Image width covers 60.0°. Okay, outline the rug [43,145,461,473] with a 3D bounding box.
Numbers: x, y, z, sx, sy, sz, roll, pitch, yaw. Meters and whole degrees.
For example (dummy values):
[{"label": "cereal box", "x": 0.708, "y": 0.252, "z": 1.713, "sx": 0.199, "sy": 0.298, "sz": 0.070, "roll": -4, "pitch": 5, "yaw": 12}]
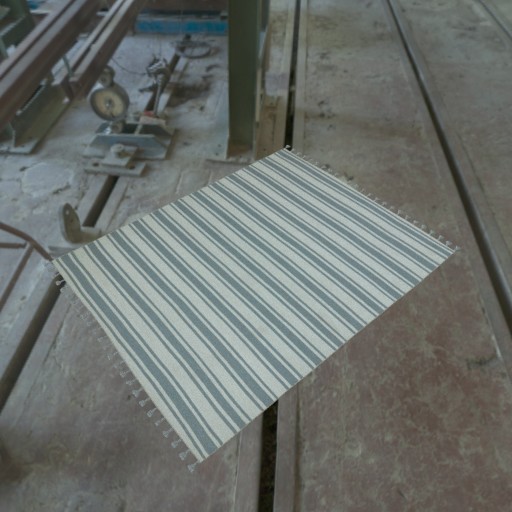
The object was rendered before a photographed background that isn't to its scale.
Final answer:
[{"label": "rug", "x": 0.000, "y": 0.000, "z": 4.230, "sx": 3.201, "sy": 0.005, "sz": 2.439, "roll": -32, "pitch": 54, "yaw": -27}]
